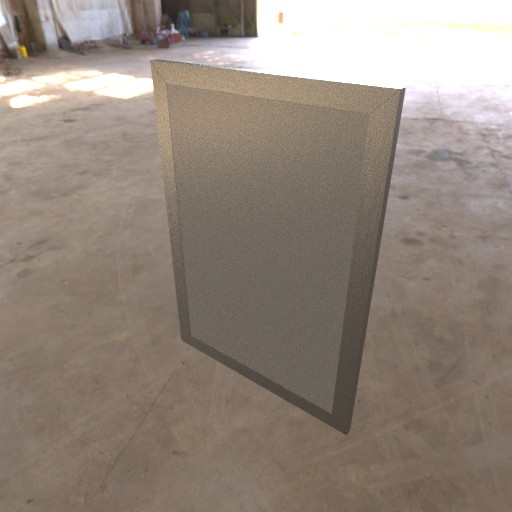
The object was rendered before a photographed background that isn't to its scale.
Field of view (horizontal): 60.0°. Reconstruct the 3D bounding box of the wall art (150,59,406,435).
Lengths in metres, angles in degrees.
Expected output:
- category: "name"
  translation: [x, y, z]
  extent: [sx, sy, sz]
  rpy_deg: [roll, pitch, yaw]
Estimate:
- category: "wall art"
  translation: [0.000, 0.000, 0.681]
  extent: [0.376, 0.529, 0.013]
  rpy_deg: [21, 36, 32]
